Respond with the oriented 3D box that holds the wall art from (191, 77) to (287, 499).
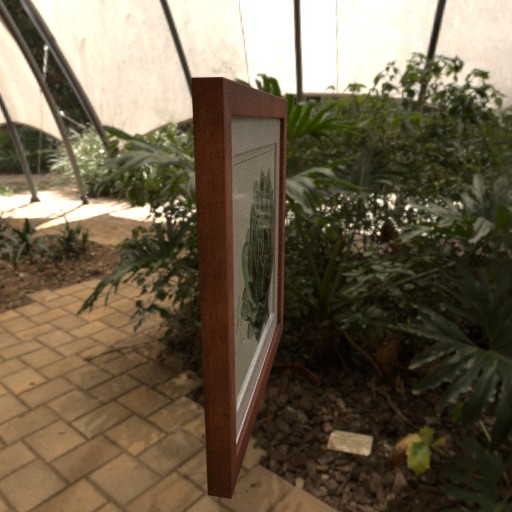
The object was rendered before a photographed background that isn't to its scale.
[{"bbox_3d":[0.000,0.000,0.825,0.037,0.572,0.554,3,17,11],"label":"wall art"}]
